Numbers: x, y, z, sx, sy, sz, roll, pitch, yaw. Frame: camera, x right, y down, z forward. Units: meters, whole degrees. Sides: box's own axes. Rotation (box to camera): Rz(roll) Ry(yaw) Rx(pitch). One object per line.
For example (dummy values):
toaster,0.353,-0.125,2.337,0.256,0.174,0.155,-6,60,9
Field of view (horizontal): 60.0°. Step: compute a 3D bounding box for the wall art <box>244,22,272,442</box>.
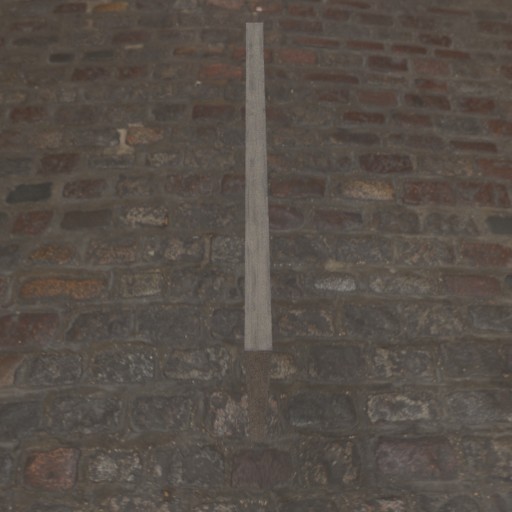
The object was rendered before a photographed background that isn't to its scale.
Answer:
wall art,0.000,0.000,1.122,0.038,0.762,0.762,0,59,0
